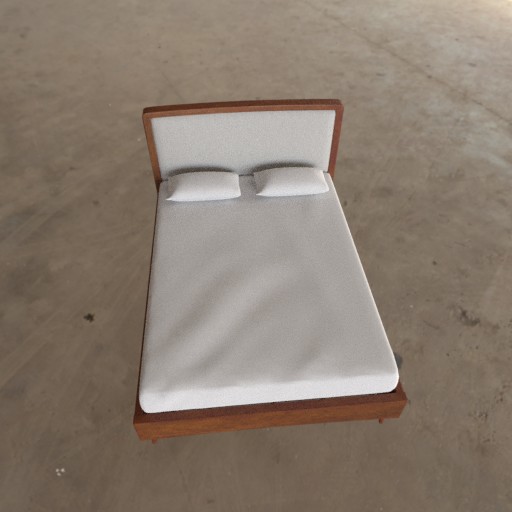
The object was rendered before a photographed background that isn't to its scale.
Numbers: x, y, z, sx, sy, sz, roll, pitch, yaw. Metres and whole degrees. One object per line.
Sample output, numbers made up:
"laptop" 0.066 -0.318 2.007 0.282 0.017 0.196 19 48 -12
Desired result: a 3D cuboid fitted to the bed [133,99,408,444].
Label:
"bed" 0.000 0.000 3.190 1.587 1.275 2.196 -4 46 -4
